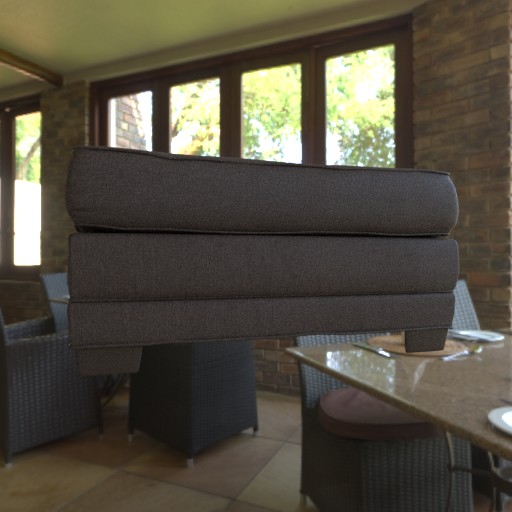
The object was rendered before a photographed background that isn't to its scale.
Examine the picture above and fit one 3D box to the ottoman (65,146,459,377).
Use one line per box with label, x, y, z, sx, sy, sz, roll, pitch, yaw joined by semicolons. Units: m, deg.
ottoman;0.000;0.000;1.126;0.864;0.448;0.490;0;0;-17
